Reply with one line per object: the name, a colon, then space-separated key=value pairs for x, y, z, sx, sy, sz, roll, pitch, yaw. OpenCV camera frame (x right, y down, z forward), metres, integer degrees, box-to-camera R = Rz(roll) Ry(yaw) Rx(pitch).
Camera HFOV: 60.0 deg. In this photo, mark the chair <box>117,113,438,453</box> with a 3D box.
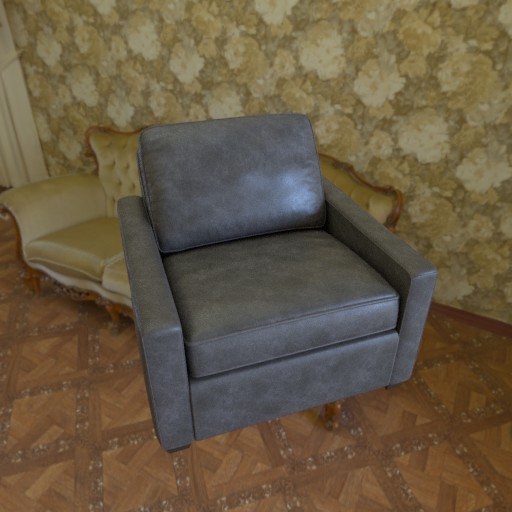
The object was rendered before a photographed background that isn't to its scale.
chair: x=0.000 y=0.000 z=1.768 sx=1.006 sy=0.916 sz=0.939 roll=-10 pitch=34 yaw=-16
